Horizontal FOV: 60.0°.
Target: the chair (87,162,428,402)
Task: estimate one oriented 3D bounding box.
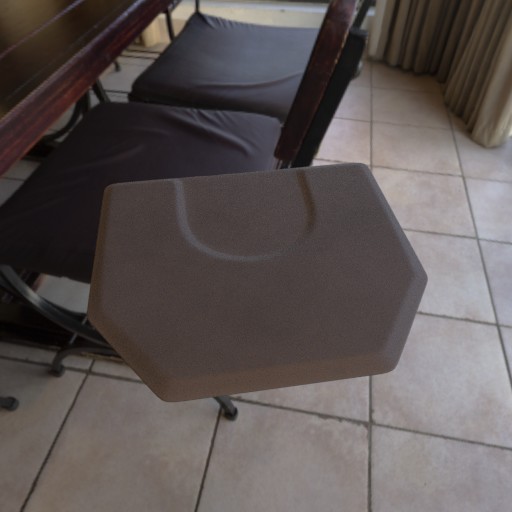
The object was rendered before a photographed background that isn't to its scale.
[{"bbox_3d":[0.000,0.000,1.899,1.372,0.024,1.219,-6,47,-6],"label":"chair"}]
